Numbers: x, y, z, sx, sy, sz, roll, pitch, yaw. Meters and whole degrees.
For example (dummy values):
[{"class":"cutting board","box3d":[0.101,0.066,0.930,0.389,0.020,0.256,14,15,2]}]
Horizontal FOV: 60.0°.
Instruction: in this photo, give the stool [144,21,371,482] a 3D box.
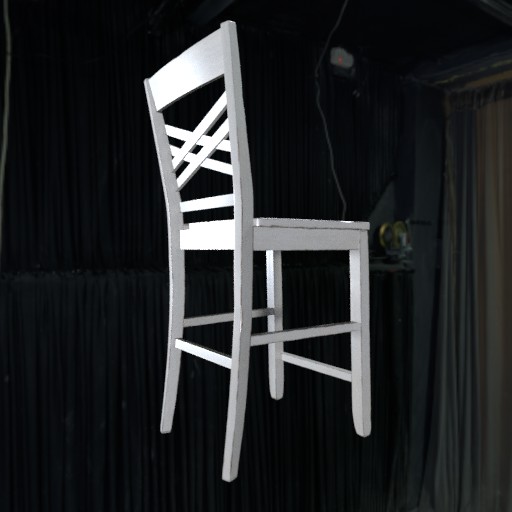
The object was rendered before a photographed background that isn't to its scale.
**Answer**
[{"class":"stool","box3d":[0.000,0.000,1.342,0.539,1.079,0.462,-1,1,-37]}]
